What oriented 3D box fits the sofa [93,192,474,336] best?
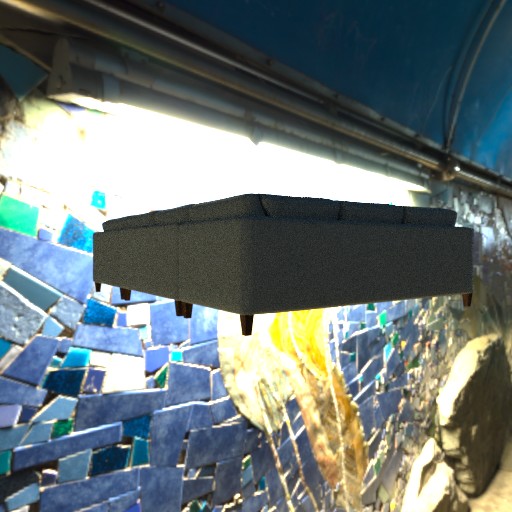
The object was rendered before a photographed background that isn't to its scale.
[{"bbox_3d":[0.000,0.000,4.690,2.551,0.889,3.403,-1,1,-34],"label":"sofa"}]
